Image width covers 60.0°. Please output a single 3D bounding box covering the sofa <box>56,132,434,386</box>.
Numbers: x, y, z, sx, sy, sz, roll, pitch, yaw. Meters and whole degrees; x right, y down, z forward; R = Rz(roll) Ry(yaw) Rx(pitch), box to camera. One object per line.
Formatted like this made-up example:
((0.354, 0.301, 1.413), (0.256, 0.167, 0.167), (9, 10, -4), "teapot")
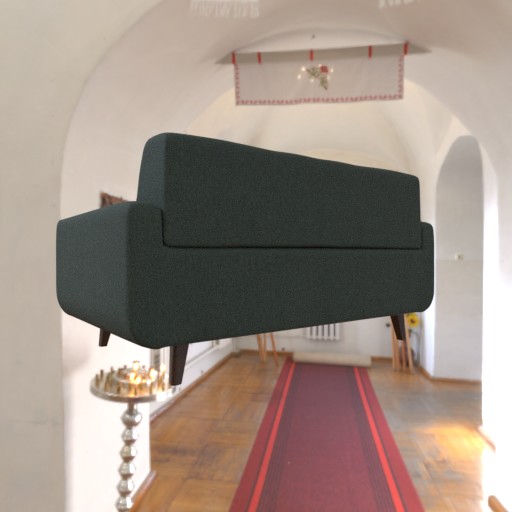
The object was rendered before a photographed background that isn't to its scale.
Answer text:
((0.000, 0.000, 2.153), (1.631, 0.841, 0.909), (0, 1, -37), "sofa")
